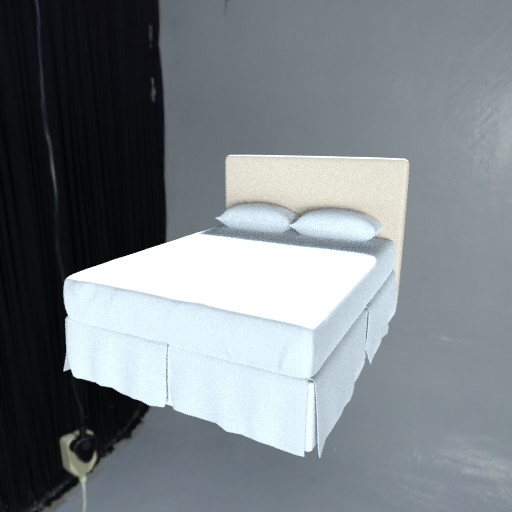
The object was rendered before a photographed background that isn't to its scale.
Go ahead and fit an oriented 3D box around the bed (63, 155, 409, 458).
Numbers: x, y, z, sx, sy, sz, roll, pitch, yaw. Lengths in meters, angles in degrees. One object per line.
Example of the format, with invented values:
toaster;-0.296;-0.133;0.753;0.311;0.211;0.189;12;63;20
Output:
bed;0.000;0.000;3.193;1.748;1.330;2.142;8;17;26
